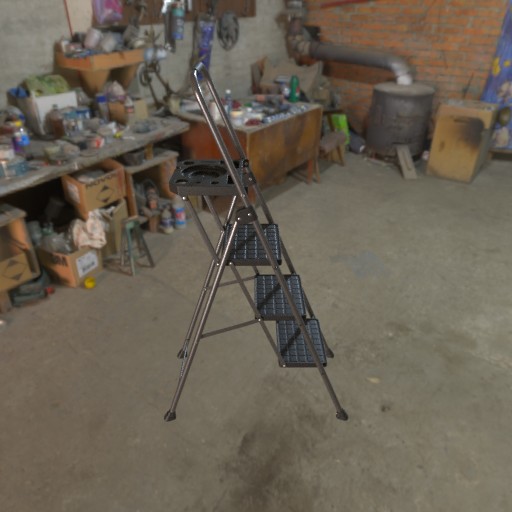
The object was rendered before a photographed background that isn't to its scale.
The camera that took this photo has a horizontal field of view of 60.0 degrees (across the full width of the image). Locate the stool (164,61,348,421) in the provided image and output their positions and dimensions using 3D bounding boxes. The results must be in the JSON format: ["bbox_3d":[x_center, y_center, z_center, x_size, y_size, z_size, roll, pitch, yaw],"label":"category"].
[{"bbox_3d":[0.000,0.000,1.599,0.733,1.277,0.396,0,30,0],"label":"stool"}]
